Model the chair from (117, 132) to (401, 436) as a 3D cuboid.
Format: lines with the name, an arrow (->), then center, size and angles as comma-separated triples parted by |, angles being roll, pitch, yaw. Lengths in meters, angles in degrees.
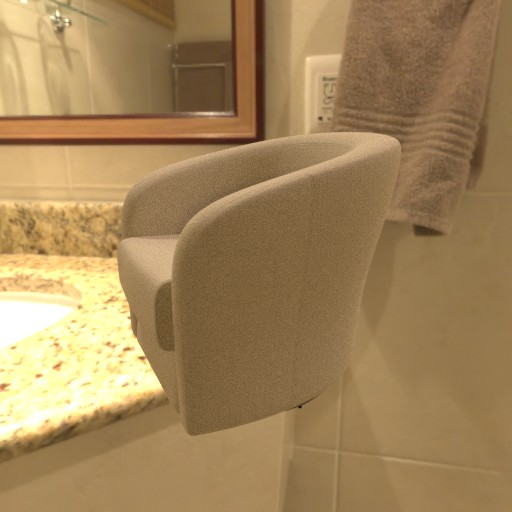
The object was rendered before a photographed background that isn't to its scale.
chair -> 0.000, 0.000, 1.433 | 0.815, 0.771, 0.791 | -8, 17, -26
